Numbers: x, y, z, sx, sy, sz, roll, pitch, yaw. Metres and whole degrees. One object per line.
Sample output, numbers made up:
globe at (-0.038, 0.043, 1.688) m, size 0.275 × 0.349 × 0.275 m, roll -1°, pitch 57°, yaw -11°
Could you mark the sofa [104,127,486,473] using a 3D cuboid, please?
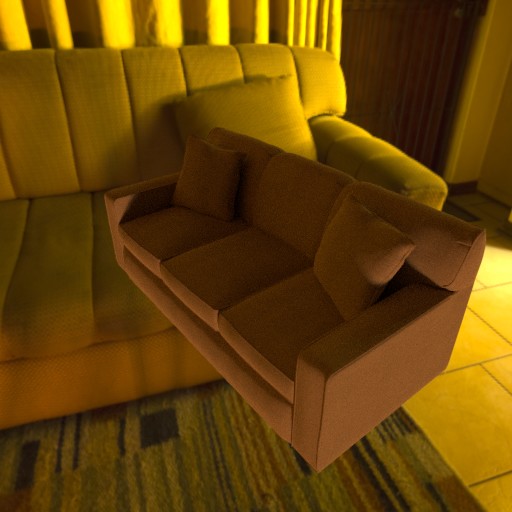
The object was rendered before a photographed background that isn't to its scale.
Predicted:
sofa at (0.000, 0.000, 2.507) m, size 0.997 × 0.958 × 2.024 m, roll -23°, pitch 38°, yaw -32°
